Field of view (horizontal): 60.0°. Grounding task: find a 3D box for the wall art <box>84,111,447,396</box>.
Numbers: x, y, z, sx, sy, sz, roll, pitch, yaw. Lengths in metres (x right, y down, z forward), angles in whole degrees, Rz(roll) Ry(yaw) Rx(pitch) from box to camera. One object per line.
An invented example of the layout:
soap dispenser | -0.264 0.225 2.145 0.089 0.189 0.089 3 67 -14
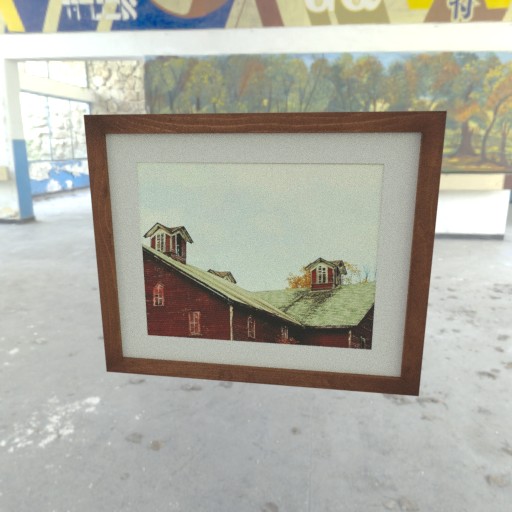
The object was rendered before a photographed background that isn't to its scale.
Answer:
wall art | 0.000 0.000 0.746 0.558 0.457 0.033 2 14 8
